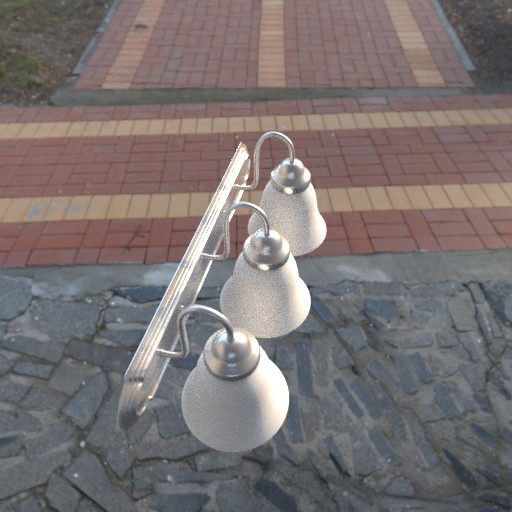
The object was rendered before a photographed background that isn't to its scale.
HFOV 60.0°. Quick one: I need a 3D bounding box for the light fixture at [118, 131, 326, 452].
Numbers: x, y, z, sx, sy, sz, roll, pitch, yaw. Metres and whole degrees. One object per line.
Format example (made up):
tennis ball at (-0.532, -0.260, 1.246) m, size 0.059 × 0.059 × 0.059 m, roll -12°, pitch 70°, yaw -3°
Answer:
light fixture at (0.000, 0.000, 0.725) m, size 0.199 × 0.222 × 0.610 m, roll 11°, pitch 49°, yaw 10°
